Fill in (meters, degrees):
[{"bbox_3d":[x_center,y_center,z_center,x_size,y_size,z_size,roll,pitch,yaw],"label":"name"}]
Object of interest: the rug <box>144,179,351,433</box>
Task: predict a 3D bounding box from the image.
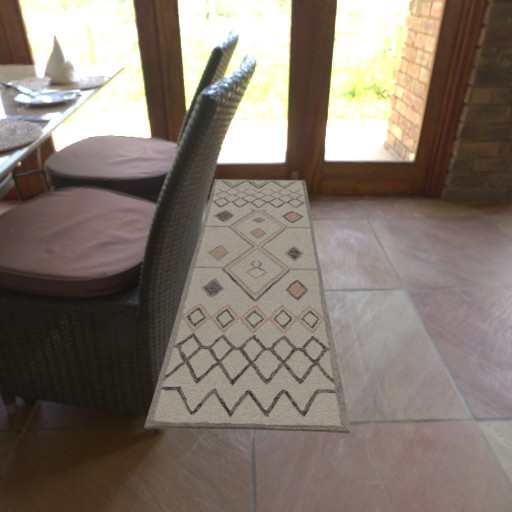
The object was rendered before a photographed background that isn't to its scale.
[{"bbox_3d":[0.000,0.000,2.645,0.750,0.011,2.435,1,31,1],"label":"rug"}]
